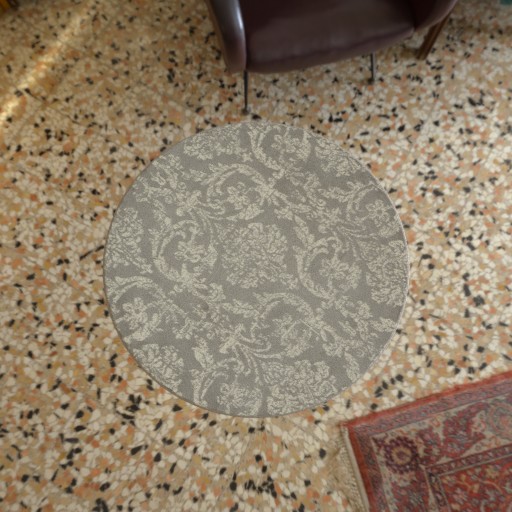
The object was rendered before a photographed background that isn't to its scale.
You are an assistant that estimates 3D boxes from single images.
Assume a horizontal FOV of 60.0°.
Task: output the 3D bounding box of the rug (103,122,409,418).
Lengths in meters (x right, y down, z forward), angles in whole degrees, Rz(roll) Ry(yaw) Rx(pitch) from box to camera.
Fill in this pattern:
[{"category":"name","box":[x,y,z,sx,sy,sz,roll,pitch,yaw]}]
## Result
[{"category":"rug","box":[0.000,0.000,2.312,1.593,0.012,1.593,0,74,0]}]
